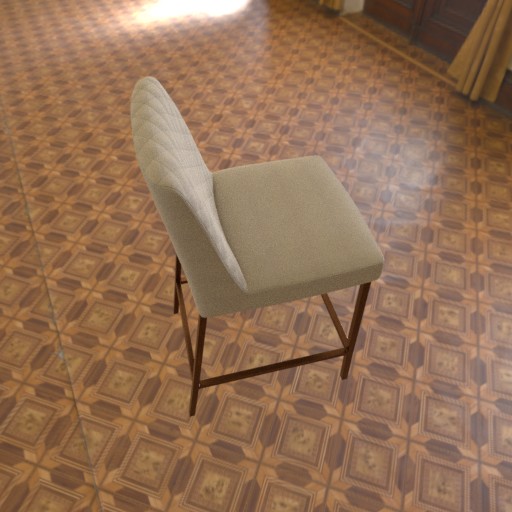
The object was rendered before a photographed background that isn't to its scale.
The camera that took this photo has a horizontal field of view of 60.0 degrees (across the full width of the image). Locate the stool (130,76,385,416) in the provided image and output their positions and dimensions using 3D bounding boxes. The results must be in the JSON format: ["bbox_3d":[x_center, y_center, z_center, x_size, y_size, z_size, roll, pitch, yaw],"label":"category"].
[{"bbox_3d":[0.000,0.000,1.332,0.576,0.973,0.507,-10,48,-10],"label":"stool"}]
